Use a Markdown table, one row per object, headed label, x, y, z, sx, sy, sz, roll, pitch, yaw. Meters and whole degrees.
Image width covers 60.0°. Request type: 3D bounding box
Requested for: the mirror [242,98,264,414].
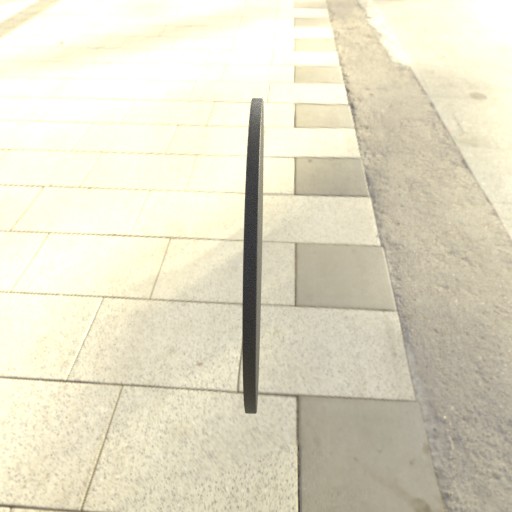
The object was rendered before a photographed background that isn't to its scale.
| label | x | y | z | sx | sy | sz | roll | pitch | yaw |
| --- | --- | --- | --- | --- | --- | --- | --- | --- | --- |
| mirror | 0.000 | 0.000 | 1.606 | 0.036 | 1.077 | 1.077 | 1 | 42 | 1 |
